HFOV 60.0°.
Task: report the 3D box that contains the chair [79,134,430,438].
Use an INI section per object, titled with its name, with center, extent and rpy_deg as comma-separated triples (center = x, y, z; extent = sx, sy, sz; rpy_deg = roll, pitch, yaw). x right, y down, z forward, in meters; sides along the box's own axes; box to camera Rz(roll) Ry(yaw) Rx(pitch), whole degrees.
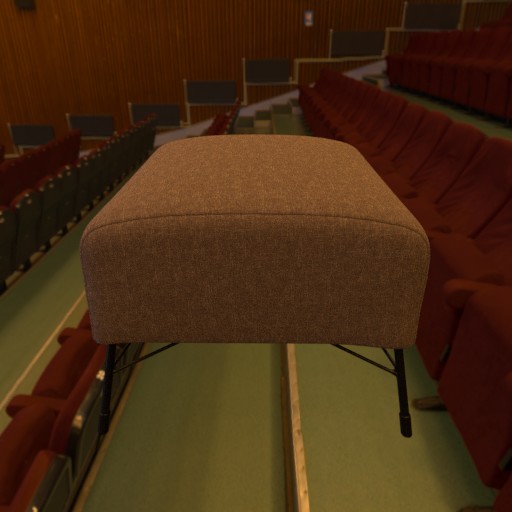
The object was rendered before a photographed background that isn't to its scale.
[chair]
center = 0.000, 0.000, 0.886
extent = 0.530, 0.410, 0.530
rpy_deg = 0, 26, 1
